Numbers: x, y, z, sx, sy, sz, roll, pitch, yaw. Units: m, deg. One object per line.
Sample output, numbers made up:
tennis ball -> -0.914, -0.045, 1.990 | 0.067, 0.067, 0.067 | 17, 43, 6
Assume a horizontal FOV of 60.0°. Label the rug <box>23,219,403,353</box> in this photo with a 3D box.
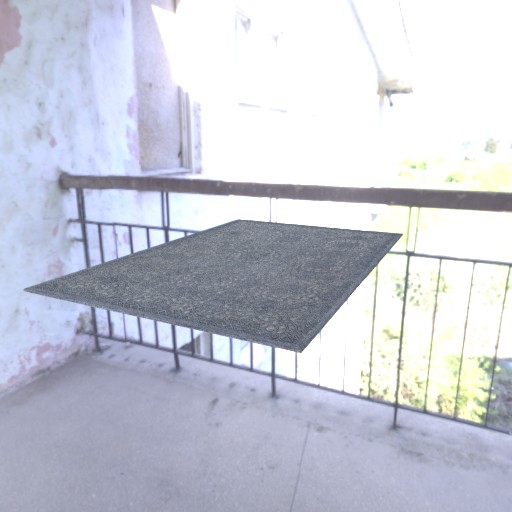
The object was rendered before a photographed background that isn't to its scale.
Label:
rug -> 0.000, 0.000, 2.329 | 1.208, 0.012, 1.819 | 7, 17, 26
